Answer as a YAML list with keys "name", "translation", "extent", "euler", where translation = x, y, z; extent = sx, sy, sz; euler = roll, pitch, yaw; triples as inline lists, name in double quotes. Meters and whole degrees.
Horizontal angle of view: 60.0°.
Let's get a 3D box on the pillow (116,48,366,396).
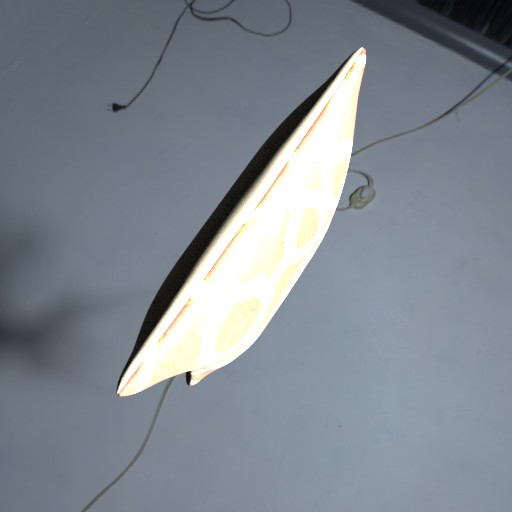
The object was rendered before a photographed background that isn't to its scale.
- name: "pillow"
  translation: [0.000, 0.000, 0.798]
  extent: [0.166, 0.508, 0.552]
  euler: [33, 78, 8]
